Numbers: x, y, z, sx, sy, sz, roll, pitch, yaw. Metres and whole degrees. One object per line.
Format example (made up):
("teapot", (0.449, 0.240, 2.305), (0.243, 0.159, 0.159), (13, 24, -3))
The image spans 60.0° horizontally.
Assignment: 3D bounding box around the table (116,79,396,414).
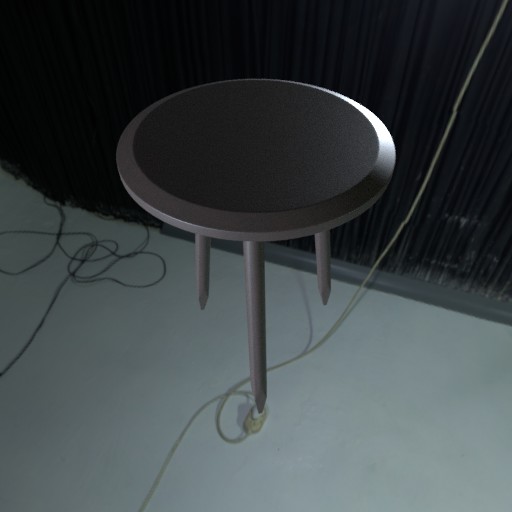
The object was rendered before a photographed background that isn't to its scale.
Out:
("table", (0.000, 0.000, 0.946), (0.457, 0.585, 0.457), (0, 46, 0))
